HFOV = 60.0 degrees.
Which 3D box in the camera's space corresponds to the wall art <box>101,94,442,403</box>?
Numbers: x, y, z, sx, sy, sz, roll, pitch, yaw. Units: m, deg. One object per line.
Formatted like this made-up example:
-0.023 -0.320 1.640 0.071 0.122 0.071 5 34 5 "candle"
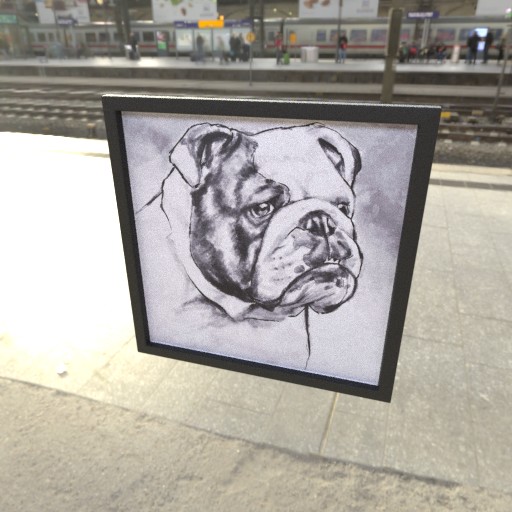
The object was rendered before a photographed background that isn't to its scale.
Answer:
0.000 0.000 0.679 0.456 0.453 0.022 7 27 15 "wall art"
